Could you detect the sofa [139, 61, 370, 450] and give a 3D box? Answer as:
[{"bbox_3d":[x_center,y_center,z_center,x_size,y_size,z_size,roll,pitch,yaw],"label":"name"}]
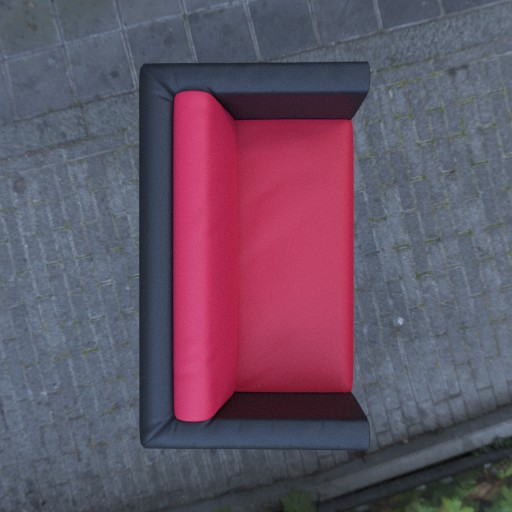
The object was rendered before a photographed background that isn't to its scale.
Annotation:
[{"bbox_3d":[0.000,0.000,1.898,0.845,0.735,1.410,0,90,1],"label":"sofa"}]
